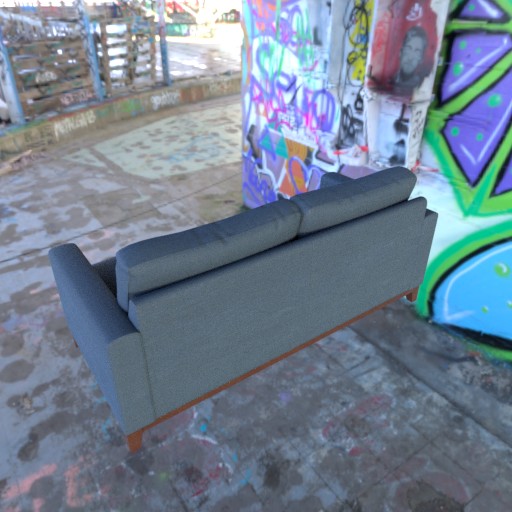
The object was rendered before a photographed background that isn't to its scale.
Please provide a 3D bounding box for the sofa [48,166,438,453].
[{"bbox_3d":[0.000,0.000,2.399,1.900,0.865,0.877,-20,36,-30],"label":"sofa"}]
